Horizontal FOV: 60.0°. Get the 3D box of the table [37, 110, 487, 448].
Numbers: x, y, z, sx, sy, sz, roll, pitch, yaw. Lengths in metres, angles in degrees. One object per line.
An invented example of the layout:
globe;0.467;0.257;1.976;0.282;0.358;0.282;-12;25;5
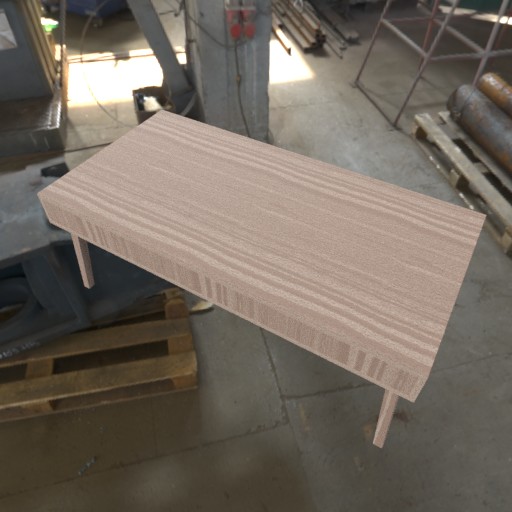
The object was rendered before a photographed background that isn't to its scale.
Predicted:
table;0.000;0.000;1.480;1.200;0.450;0.600;23;51;21
